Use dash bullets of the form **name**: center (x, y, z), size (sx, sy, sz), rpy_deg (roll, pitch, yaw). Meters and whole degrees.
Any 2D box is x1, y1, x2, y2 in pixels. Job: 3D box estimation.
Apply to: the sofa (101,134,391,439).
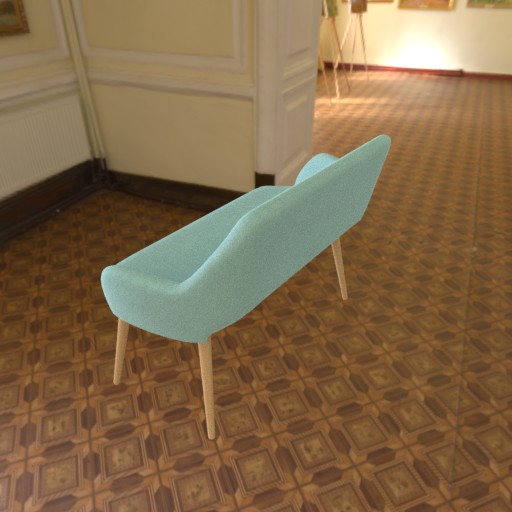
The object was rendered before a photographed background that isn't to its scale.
- **sofa**: center (0.000, 0.000, 1.650), size (0.610, 0.840, 1.150), rpy_deg (22, 39, 31)
